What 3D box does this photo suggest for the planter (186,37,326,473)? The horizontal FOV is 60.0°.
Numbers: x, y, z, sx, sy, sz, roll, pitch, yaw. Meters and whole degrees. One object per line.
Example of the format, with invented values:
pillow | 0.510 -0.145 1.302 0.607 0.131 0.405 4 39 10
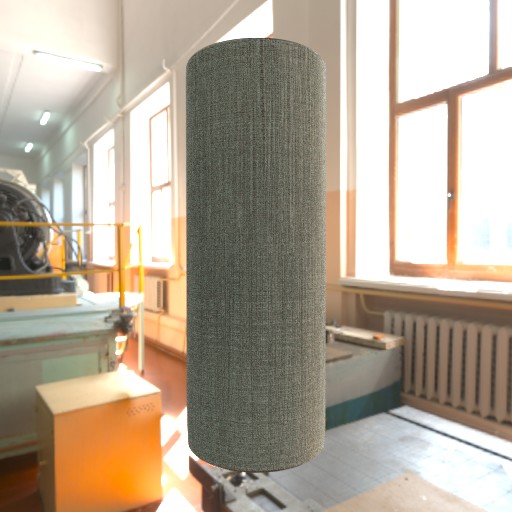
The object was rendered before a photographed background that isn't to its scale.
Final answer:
planter | 0.000 0.000 0.322 0.100 0.270 0.100 0 1 1
